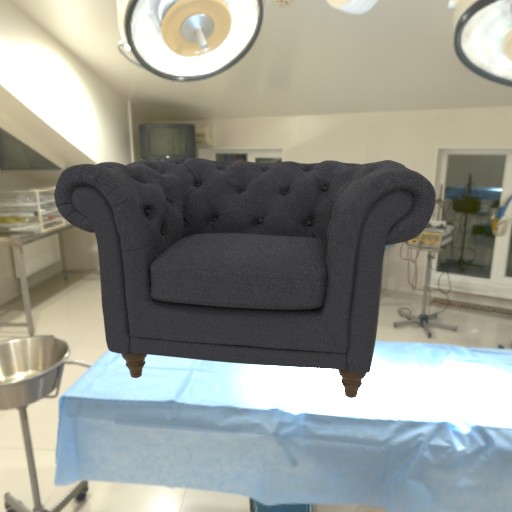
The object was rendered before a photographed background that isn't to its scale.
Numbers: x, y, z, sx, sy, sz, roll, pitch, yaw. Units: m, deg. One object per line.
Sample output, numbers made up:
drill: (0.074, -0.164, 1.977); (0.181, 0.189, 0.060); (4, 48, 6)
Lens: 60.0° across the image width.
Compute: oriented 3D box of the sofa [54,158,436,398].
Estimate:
sofa: (0.000, 0.000, 2.065); (1.405, 0.878, 1.032); (2, 14, 10)
